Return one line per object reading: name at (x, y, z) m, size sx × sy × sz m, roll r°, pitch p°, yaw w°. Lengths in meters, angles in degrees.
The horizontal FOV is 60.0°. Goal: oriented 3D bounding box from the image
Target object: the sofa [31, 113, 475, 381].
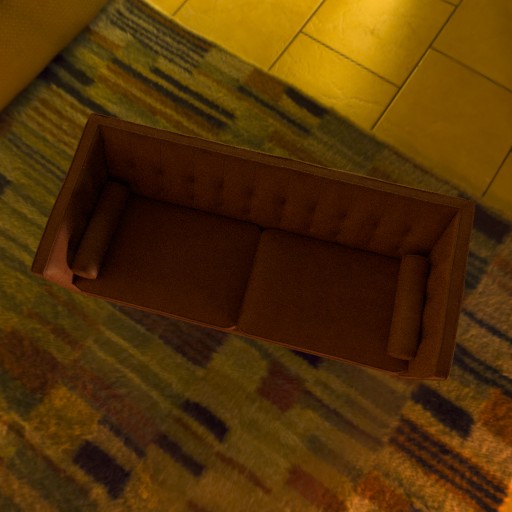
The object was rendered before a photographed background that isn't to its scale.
sofa at (0.000, 0.000, 2.552) m, size 2.079 × 0.798 × 0.912 m, roll 14°, pitch 76°, yaw 4°
